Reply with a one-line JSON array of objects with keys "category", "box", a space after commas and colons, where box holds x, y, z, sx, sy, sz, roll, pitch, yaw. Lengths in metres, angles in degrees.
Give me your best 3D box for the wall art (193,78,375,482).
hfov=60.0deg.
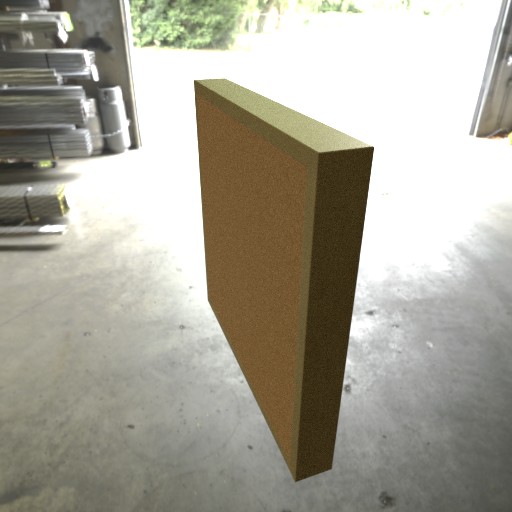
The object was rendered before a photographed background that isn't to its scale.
[{"category": "wall art", "box": [0.000, 0.000, 0.458, 0.038, 0.305, 0.305, -10, 31, -18]}]
